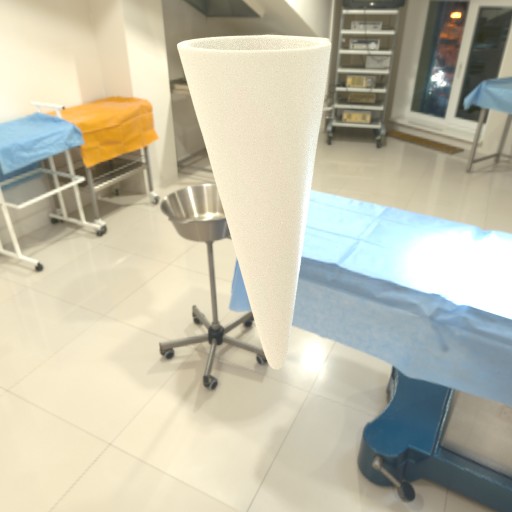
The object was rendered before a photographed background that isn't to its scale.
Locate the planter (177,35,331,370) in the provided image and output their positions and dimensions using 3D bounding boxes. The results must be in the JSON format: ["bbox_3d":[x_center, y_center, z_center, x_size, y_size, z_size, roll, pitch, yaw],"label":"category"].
[{"bbox_3d":[0.000,0.000,0.221,0.057,0.193,0.064,19,36,29],"label":"planter"}]
